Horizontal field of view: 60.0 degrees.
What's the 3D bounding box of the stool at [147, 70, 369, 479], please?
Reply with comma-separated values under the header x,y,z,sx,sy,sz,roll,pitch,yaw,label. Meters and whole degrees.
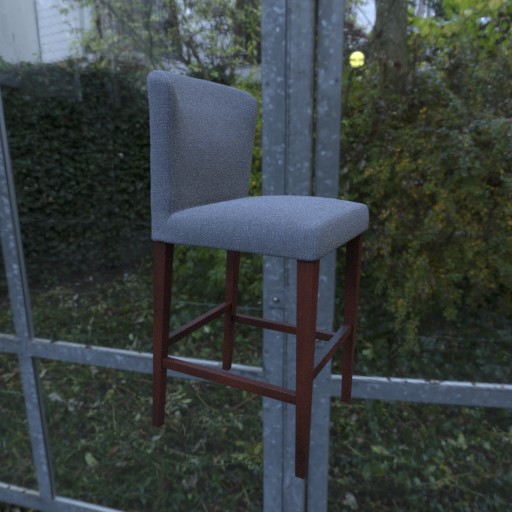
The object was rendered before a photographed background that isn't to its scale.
x,y,z,sx,sy,sz,roll,pitch,yaw,label
0.000,0.000,1.346,0.568,1.069,0.486,7,15,27,stool
